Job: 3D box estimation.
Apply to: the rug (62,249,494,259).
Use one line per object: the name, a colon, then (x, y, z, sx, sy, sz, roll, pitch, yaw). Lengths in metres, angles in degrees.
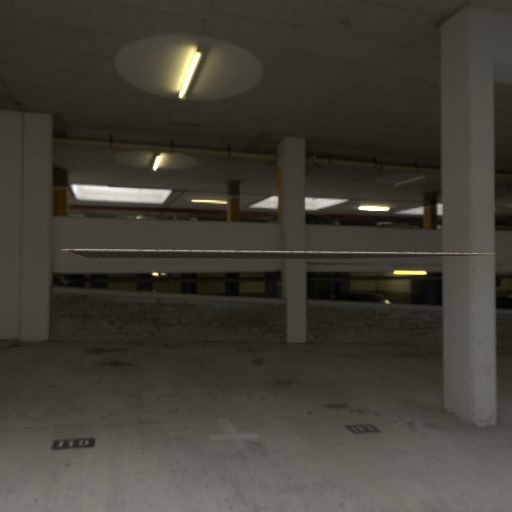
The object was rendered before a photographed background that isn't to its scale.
rug: (0.000, 0.000, 4.076, 3.050, 0.011, 2.441, 0, -1, -18)
